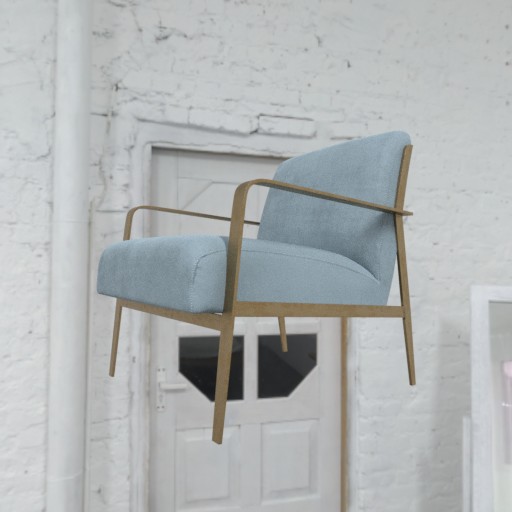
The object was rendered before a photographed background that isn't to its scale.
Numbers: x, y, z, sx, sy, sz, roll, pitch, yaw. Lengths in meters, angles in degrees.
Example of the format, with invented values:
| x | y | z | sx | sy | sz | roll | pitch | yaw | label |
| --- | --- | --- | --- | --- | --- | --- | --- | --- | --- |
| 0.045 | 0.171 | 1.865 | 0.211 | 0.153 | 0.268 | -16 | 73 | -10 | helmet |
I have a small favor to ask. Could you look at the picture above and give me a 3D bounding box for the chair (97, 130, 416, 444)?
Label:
| x | y | z | sx | sy | sz | roll | pitch | yaw | label |
| --- | --- | --- | --- | --- | --- | --- | --- | --- | --- |
| 0.000 | 0.000 | 1.429 | 0.842 | 0.824 | 0.701 | 0 | 0 | -37 | chair |
